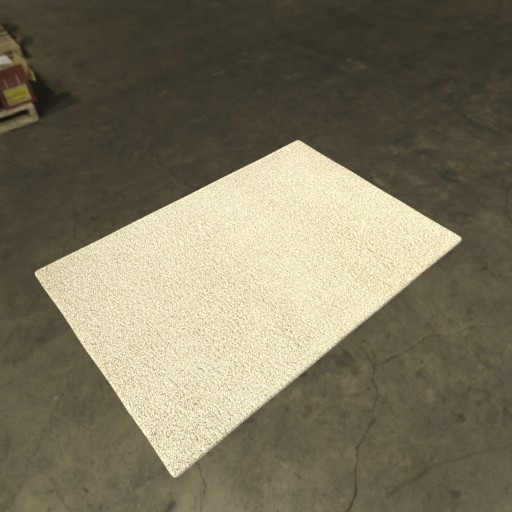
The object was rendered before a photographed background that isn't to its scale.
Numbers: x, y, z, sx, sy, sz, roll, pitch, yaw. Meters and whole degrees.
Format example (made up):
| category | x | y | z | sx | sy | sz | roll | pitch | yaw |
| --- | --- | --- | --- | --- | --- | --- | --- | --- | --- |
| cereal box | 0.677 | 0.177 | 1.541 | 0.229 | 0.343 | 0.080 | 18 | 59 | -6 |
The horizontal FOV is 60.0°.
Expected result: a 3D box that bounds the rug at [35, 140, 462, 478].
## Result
| category | x | y | z | sx | sy | sz | roll | pitch | yaw |
| --- | --- | --- | --- | --- | --- | --- | --- | --- | --- |
| rug | 0.000 | 0.000 | 2.219 | 1.778 | 0.030 | 1.219 | -32 | 55 | -26 |
